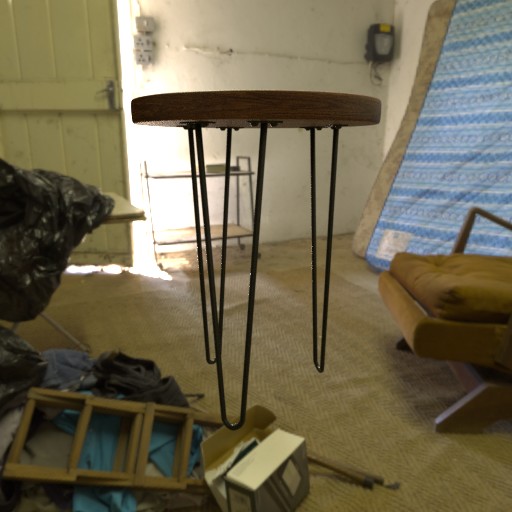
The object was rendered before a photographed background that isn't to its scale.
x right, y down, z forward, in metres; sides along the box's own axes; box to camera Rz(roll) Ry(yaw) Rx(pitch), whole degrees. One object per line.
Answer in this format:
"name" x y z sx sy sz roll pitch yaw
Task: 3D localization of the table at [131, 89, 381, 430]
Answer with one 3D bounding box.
"table" 0.000 0.000 0.795 0.400 0.520 0.400 0 14 0
